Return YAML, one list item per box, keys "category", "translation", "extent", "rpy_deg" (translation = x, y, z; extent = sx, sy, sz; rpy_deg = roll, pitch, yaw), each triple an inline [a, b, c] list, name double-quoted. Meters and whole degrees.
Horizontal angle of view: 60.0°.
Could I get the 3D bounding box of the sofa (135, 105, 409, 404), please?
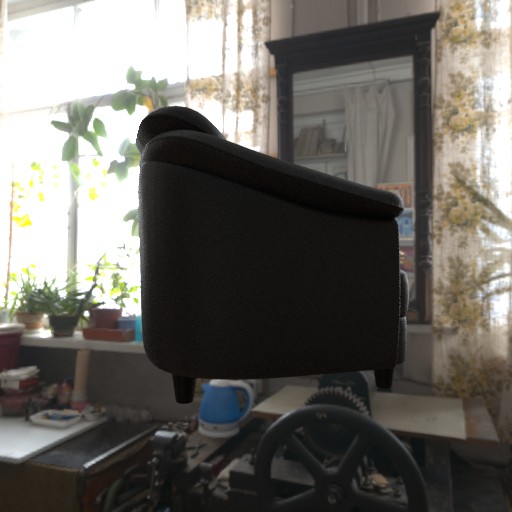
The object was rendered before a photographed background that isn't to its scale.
- category: "sofa"
  translation: [0.000, 0.000, 1.512]
  extent: [0.794, 0.811, 0.870]
  rpy_deg: [1, -2, -19]
